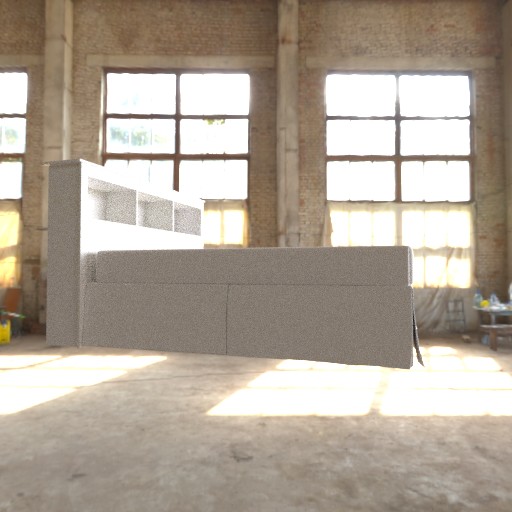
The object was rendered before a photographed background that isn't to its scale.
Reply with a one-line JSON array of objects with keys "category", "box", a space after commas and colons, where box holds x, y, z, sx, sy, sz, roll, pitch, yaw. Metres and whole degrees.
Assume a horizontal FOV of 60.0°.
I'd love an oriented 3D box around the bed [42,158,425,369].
[{"category": "bed", "box": [0.000, 0.000, 3.075, 2.133, 1.092, 1.671, -1, -2, 19]}]
